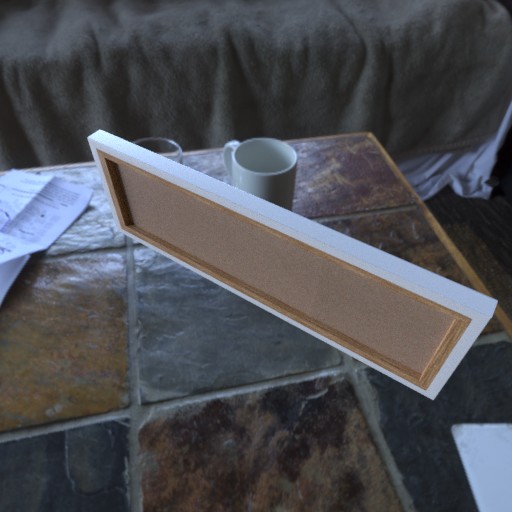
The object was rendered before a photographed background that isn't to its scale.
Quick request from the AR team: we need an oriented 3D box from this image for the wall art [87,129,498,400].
[{"bbox_3d":[0.000,0.000,0.830,0.766,0.256,0.036,26,53,22],"label":"wall art"}]
